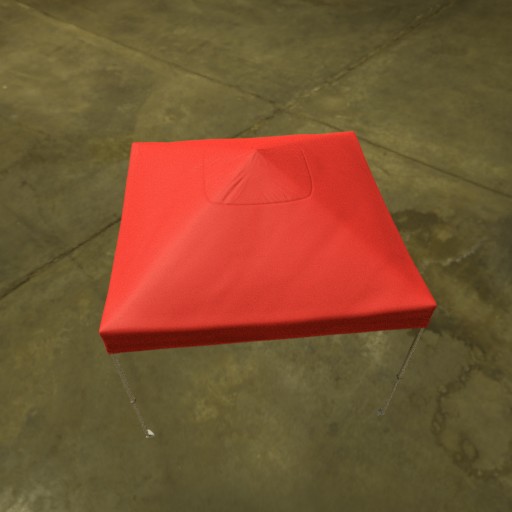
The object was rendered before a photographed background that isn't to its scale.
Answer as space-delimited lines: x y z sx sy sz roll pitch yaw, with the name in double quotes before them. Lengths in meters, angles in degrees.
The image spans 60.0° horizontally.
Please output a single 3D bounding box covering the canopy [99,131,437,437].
"canopy" 0.000 0.000 5.417 2.996 2.997 2.998 -4 46 -4
